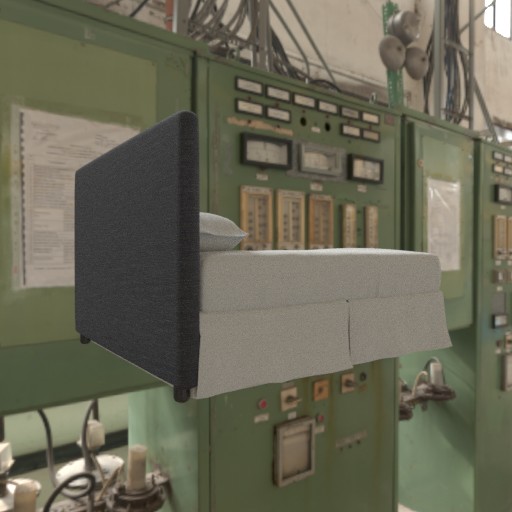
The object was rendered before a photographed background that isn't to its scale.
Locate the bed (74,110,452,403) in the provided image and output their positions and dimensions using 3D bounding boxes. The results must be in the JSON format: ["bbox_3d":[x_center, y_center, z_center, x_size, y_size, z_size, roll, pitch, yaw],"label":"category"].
[{"bbox_3d":[0.000,0.000,3.275,2.142,1.330,1.884,0,0,-36],"label":"bed"}]
